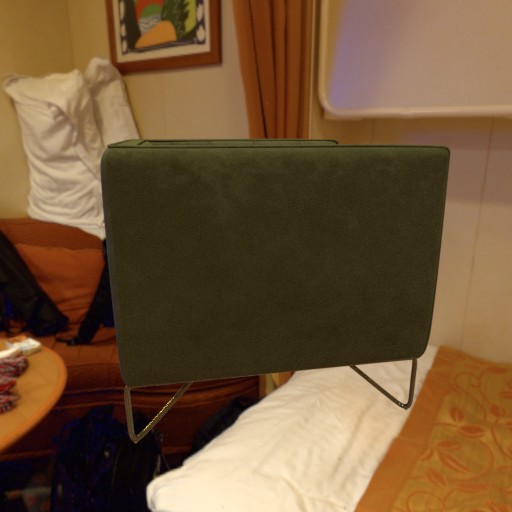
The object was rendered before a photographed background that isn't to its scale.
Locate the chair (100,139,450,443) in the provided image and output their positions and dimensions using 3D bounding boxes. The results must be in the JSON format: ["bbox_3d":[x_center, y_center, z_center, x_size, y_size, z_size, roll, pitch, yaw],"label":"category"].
[{"bbox_3d":[0.000,0.000,1.561,0.894,0.790,0.880,-3,16,-11],"label":"chair"}]
